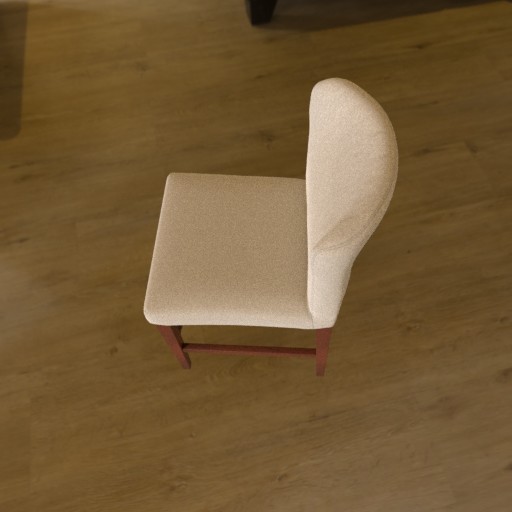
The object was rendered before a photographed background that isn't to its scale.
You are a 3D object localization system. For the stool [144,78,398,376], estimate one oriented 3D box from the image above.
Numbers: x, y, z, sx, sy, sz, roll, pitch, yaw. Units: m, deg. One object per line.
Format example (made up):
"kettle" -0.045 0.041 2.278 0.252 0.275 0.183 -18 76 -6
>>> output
"stool" 0.000 0.000 1.303 0.568 0.968 0.479 2 61 1
